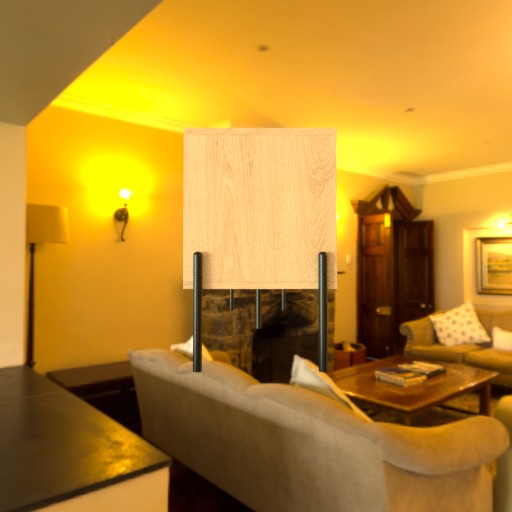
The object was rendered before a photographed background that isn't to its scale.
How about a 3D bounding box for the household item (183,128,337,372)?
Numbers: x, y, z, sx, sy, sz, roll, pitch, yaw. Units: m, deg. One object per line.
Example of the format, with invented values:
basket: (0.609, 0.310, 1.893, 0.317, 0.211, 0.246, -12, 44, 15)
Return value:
household item: (0.000, 0.000, 1.849, 0.400, 0.600, 1.550, 0, -1, 0)
